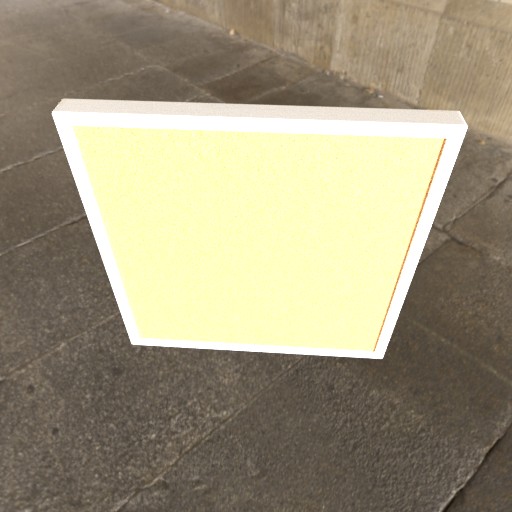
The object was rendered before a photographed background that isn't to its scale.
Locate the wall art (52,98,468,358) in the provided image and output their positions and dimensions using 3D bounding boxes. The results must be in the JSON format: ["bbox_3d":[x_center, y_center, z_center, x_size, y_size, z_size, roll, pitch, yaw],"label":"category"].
[{"bbox_3d":[0.000,0.000,0.730,0.508,0.508,0.038,3,45,3],"label":"wall art"}]
